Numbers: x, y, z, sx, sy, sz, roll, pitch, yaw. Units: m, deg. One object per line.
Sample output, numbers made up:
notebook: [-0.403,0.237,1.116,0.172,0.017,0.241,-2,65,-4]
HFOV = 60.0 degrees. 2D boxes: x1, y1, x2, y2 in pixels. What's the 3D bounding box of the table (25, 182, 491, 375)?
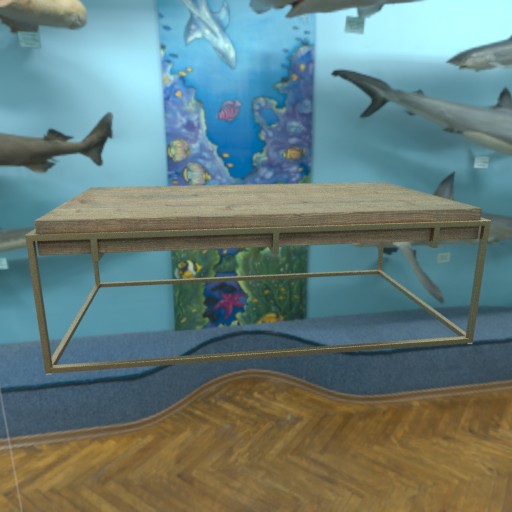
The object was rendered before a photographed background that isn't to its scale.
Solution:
table: [0.000,0.000,1.727,1.387,0.468,0.775,-2,16,-8]
